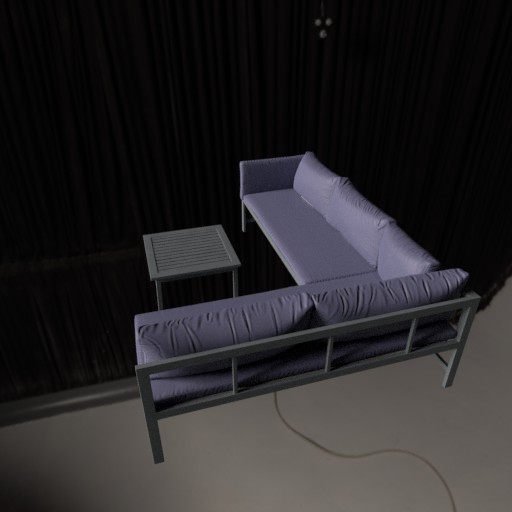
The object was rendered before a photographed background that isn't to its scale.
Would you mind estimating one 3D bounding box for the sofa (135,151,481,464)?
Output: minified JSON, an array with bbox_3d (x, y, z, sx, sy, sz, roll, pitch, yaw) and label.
[{"bbox_3d":[0.000,0.000,2.976,1.658,0.762,2.149,-9,33,-14],"label":"sofa"}]
